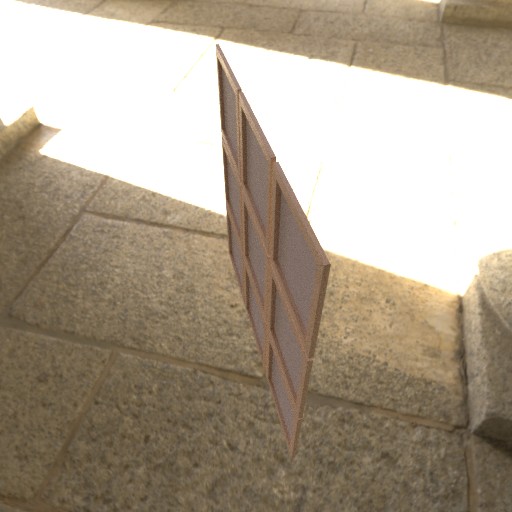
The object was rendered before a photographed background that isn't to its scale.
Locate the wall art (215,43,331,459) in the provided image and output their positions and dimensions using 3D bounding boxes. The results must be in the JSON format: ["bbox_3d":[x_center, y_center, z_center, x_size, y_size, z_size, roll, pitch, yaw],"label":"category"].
[{"bbox_3d":[0.000,0.000,1.799,0.016,1.207,1.217,-11,48,-10],"label":"wall art"}]
